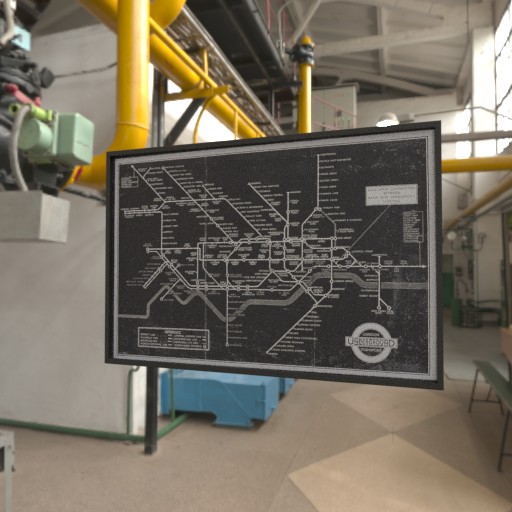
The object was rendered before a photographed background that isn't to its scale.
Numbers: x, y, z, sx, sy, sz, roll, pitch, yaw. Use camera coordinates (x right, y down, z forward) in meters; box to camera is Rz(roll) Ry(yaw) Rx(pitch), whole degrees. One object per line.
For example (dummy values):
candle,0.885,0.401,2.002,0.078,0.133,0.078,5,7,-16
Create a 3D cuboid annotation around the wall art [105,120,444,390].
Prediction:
wall art,0.000,0.000,0.571,0.443,0.301,0.021,0,-1,18
